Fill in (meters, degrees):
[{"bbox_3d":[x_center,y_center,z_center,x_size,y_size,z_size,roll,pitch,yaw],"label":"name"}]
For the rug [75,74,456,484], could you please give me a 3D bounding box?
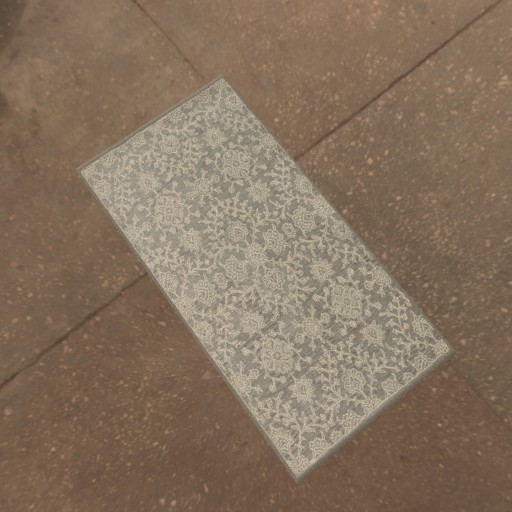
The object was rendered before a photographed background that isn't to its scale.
[{"bbox_3d":[0.000,0.000,3.573,1.546,0.011,3.048,-36,79,-8],"label":"rug"}]
